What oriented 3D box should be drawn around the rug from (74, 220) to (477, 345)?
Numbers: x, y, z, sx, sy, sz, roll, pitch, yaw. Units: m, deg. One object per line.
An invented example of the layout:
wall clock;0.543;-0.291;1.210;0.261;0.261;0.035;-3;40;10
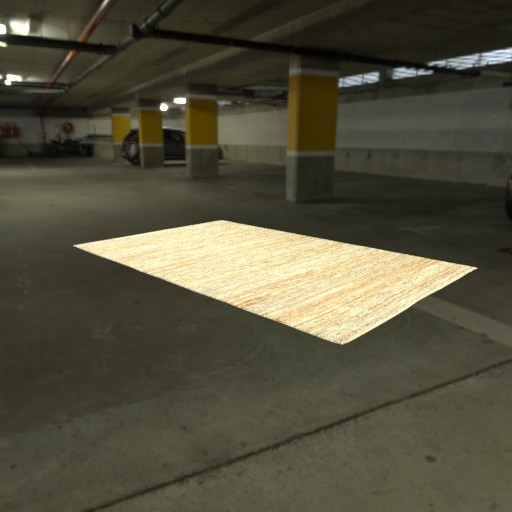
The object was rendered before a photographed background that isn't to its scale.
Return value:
rug;0.000;0.000;3.110;2.446;0.009;1.529;14;20;42
